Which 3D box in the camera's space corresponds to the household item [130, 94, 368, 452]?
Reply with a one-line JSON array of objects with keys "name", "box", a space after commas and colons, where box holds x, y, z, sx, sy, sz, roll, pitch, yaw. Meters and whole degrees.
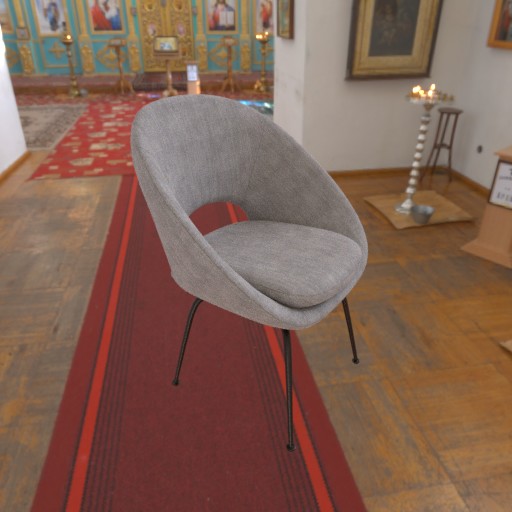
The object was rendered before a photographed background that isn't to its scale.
[{"name": "household item", "box": [0.000, 0.000, 1.322, 0.587, 0.869, 0.643, 18, 32, 31]}]
